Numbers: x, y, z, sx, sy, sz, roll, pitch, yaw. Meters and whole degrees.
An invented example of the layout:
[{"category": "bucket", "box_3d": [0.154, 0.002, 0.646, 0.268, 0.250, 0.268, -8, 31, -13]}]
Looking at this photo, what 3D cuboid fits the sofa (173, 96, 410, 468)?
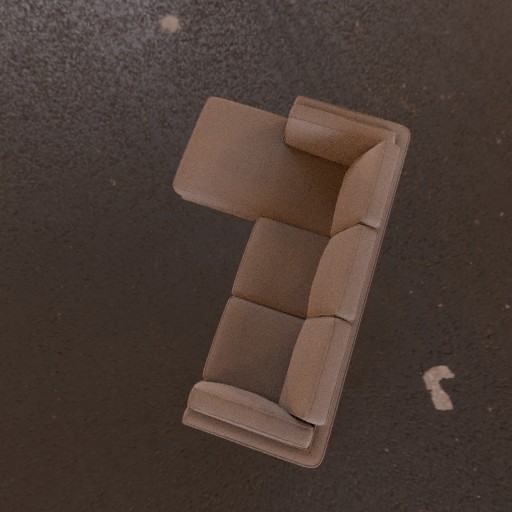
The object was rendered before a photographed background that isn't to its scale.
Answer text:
[{"category": "sofa", "box_3d": [0.000, 0.000, 3.227, 1.604, 0.929, 2.411, 18, 76, 5]}]
